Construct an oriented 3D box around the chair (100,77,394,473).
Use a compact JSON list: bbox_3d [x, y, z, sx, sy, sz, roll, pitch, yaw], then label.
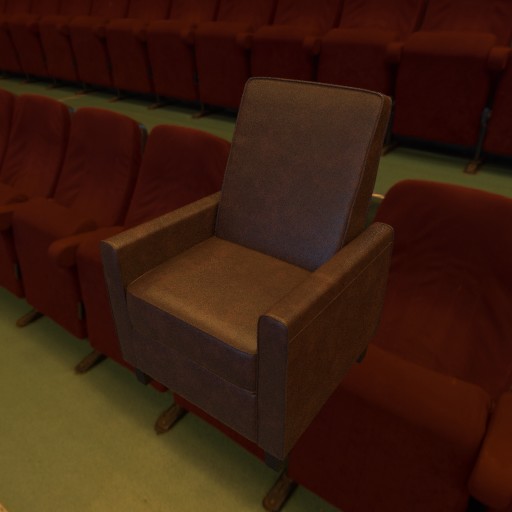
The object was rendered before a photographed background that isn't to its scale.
[{"bbox_3d":[0.000,0.000,1.482,0.705,1.013,0.746,21,37,30],"label":"chair"}]
